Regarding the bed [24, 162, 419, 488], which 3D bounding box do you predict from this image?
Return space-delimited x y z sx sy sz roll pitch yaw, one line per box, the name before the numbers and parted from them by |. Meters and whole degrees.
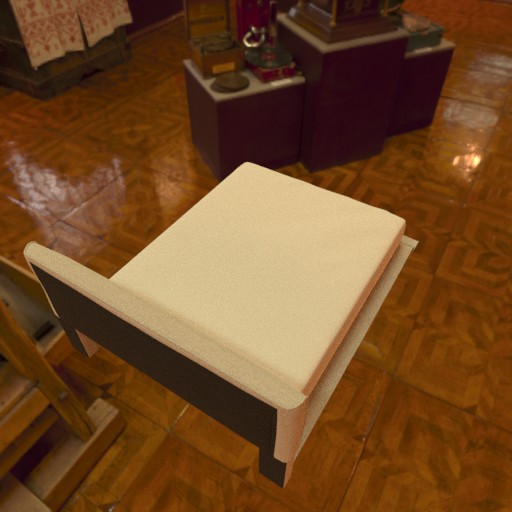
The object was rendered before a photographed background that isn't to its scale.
bed | 0.000 0.000 3.484 1.980 1.126 2.498 25 51 22
